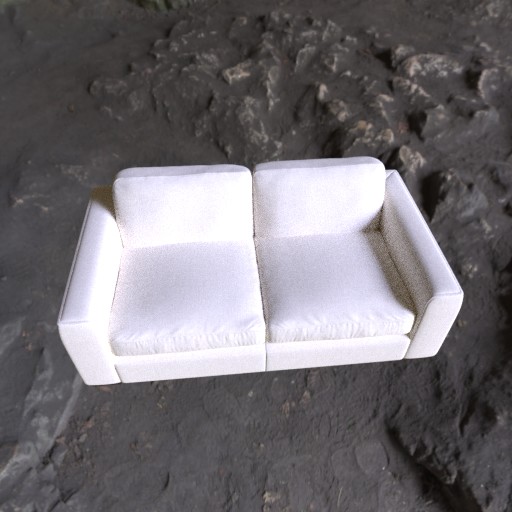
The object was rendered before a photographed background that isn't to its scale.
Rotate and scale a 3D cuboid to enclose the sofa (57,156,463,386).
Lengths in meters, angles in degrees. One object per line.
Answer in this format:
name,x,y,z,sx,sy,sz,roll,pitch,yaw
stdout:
sofa,0.000,0.000,2.491,1.920,0.801,1.069,-4,46,-4
